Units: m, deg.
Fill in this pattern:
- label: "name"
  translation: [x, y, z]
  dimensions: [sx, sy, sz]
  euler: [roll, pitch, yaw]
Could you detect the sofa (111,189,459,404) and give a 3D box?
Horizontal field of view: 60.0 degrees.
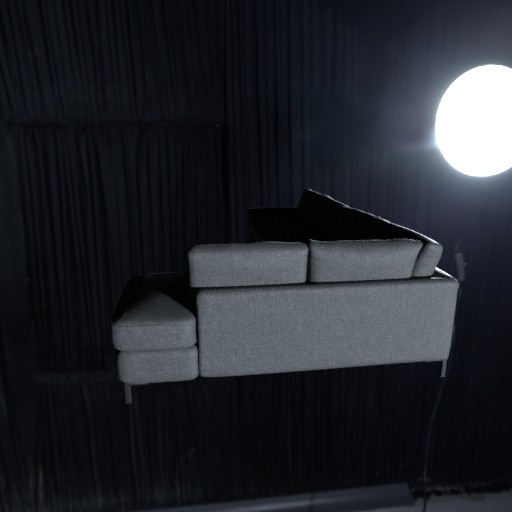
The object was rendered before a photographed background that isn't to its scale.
- label: "sofa"
  translation: [0.000, 0.000, 3.839]
  dimensions: [1.984, 0.858, 2.972]
  euler: [-2, 15, -8]
